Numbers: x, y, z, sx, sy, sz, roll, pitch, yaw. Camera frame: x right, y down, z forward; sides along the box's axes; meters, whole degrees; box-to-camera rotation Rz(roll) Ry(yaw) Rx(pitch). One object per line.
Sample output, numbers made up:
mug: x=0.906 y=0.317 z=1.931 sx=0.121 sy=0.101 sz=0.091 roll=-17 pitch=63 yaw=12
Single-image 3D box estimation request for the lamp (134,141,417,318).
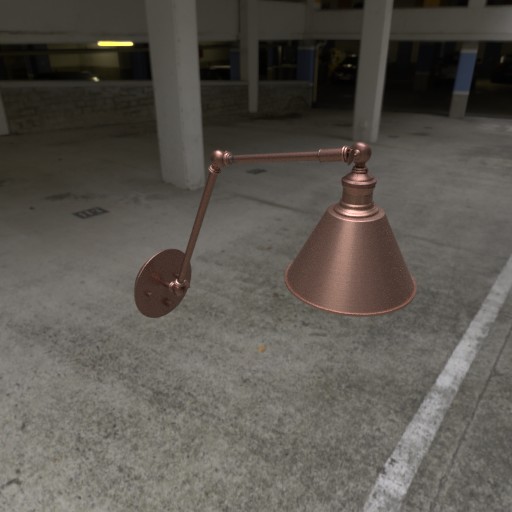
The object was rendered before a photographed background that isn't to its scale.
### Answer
lamp: x=0.000 y=0.000 z=0.881 sx=0.624 sy=0.502 sz=0.223 roll=19 pitch=32 yaw=32
